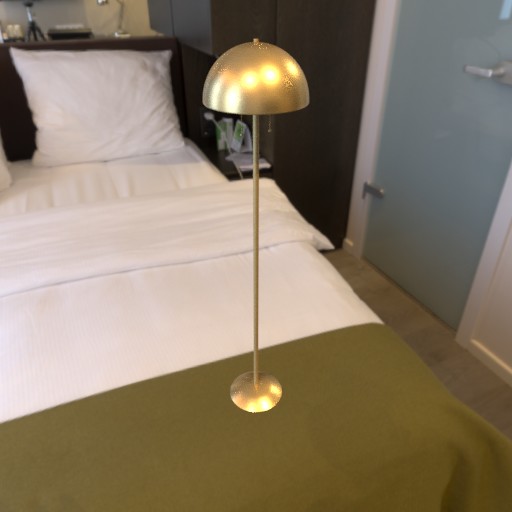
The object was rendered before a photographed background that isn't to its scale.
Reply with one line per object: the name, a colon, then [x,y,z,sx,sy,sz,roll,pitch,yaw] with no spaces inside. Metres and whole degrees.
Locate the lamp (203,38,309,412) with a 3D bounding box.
lamp: [0.000,0.000,1.673,0.328,1.480,0.328,21,38,30]
